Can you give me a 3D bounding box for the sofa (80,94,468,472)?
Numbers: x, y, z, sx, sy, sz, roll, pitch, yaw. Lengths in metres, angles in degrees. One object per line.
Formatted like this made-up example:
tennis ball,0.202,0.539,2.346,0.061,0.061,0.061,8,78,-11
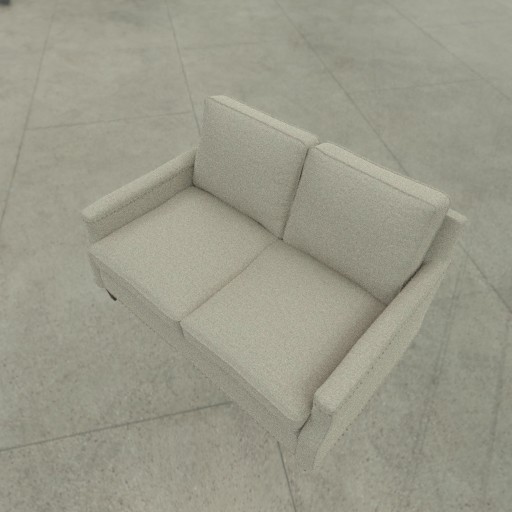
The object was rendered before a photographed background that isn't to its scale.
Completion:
sofa,0.000,0.000,2.226,1.597,1.003,1.084,33,55,27
